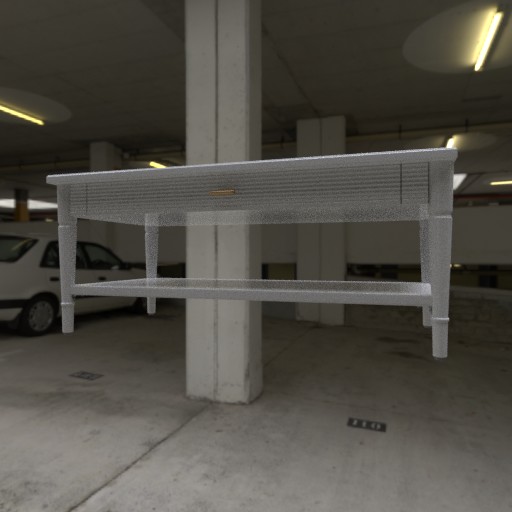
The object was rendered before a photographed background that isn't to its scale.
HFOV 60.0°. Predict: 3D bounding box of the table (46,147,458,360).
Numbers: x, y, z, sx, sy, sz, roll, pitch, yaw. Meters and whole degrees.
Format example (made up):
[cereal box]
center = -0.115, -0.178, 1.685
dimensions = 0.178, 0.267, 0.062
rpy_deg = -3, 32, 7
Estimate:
[table]
center = 0.000, 0.000, 1.355
dimensions = 1.067, 0.457, 0.559
rpy_deg = 0, 0, 18
